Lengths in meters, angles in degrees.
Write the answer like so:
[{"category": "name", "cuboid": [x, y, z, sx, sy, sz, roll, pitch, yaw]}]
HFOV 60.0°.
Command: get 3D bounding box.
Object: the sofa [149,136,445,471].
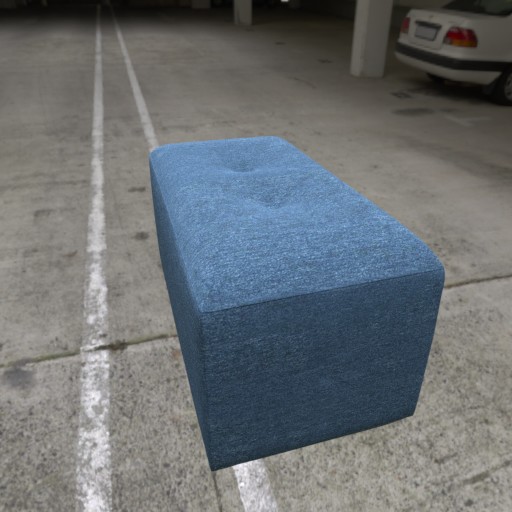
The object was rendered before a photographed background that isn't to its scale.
[{"category": "sofa", "cuboid": [0.000, 0.000, 1.214, 0.480, 0.470, 0.930, -8, 30, -15]}]
